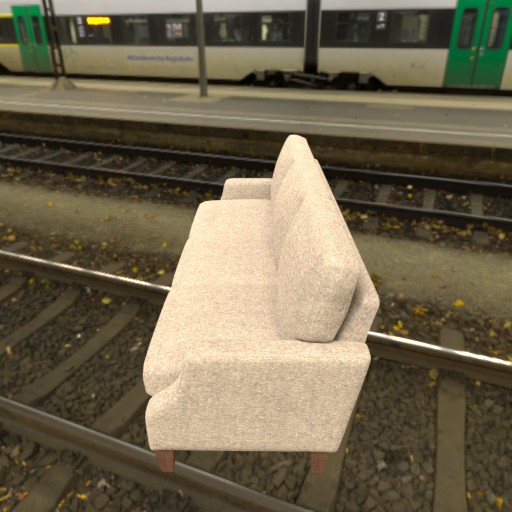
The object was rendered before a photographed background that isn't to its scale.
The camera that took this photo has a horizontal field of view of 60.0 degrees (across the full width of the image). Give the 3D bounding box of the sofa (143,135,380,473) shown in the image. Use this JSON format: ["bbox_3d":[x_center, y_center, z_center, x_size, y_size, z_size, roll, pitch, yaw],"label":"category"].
[{"bbox_3d":[0.000,0.000,2.528,0.888,0.984,2.115,0,27,0],"label":"sofa"}]
